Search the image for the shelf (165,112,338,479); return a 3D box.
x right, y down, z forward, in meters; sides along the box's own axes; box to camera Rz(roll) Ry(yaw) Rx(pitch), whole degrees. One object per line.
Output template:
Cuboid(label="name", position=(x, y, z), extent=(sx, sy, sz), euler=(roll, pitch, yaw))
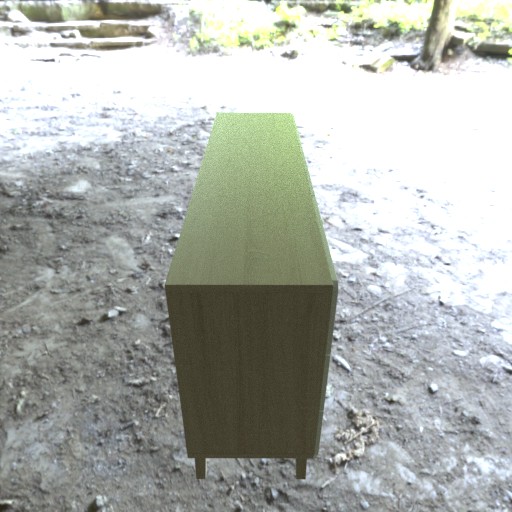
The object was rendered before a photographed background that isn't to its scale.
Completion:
Cuboid(label="shelf", position=(0.000, 0.000, 1.814), extent=(0.400, 0.780, 1.490), euler=(0, 32, 0))
